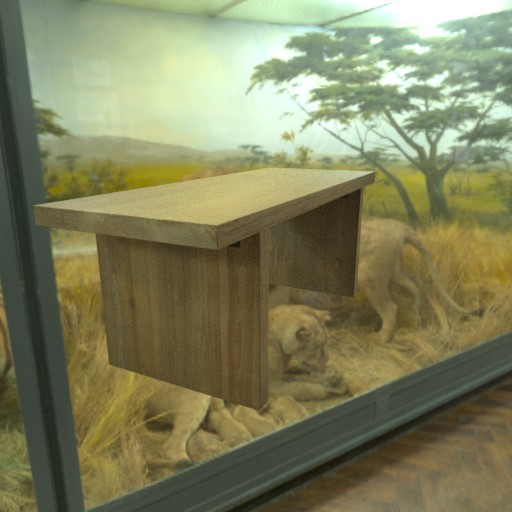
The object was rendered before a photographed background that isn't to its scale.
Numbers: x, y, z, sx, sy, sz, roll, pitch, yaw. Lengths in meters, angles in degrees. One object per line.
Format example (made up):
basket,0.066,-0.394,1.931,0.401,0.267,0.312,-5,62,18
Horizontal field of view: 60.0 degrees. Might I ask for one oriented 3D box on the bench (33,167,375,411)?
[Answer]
bench,0.000,0.000,1.409,0.458,0.458,1.183,8,17,26
